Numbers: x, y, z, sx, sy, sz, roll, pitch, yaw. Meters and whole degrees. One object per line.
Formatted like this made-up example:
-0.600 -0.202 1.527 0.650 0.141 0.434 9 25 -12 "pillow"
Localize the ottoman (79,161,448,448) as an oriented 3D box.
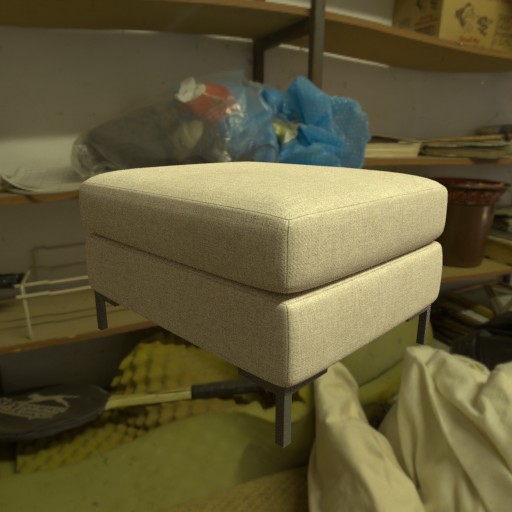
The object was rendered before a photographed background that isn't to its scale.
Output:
0.000 0.000 1.251 0.820 0.490 0.671 15 22 43 "ottoman"
